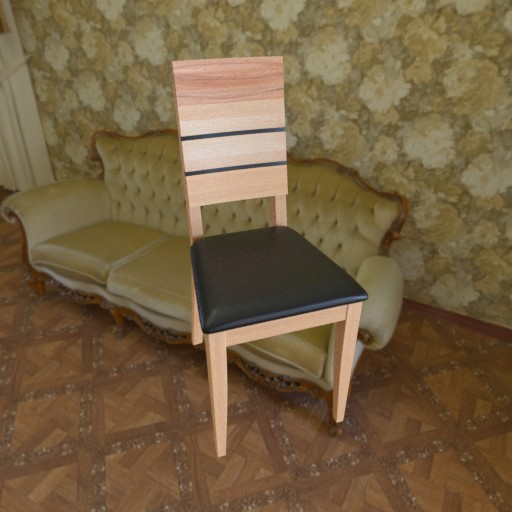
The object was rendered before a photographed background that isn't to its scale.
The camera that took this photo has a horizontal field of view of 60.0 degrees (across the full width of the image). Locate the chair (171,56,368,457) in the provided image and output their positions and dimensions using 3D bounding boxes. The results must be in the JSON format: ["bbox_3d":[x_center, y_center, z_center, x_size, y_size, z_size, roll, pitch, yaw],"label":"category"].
[{"bbox_3d":[0.000,0.000,1.216,0.410,0.940,0.520,-10,33,-15],"label":"chair"}]
